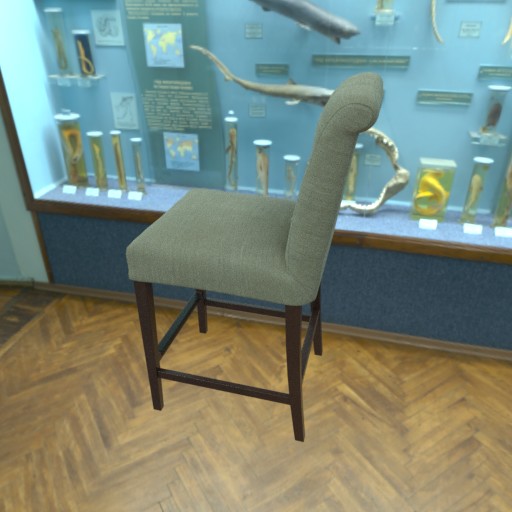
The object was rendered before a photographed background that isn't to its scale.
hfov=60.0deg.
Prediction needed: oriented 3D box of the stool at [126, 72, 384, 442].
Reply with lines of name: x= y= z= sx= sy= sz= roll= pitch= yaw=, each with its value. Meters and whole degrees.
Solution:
stool: x=0.000 y=0.000 z=1.429 sx=0.660 sy=1.084 sz=0.486 roll=8 pitch=30 yaw=13
